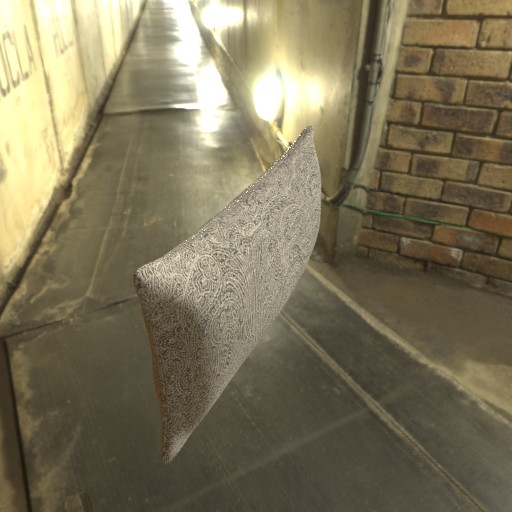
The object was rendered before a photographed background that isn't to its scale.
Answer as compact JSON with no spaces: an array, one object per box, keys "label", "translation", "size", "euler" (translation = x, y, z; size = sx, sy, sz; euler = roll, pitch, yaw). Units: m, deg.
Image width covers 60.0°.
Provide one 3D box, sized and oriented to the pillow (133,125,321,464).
[{"label":"pillow","translation":[0.000,0.000,0.744],"size":[0.151,0.295,0.615],"euler":[12,32,19]}]
